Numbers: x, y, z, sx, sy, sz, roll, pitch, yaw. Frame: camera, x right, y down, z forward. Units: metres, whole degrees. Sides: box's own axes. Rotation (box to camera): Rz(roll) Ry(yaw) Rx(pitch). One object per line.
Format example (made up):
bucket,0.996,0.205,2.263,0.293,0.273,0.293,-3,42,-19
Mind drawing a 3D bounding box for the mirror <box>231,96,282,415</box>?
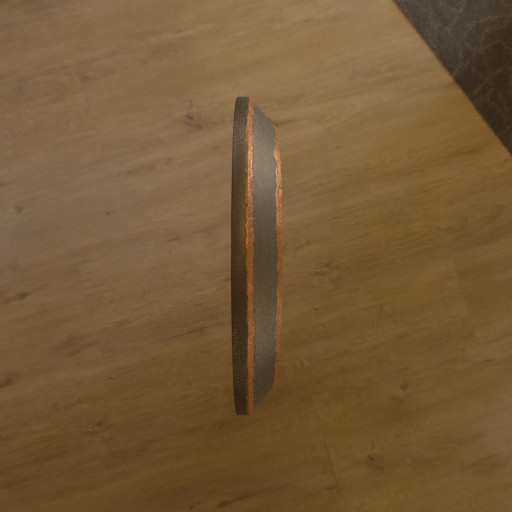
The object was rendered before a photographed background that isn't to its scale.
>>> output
mirror,0.000,0.000,1.341,0.111,0.907,0.907,0,90,0
